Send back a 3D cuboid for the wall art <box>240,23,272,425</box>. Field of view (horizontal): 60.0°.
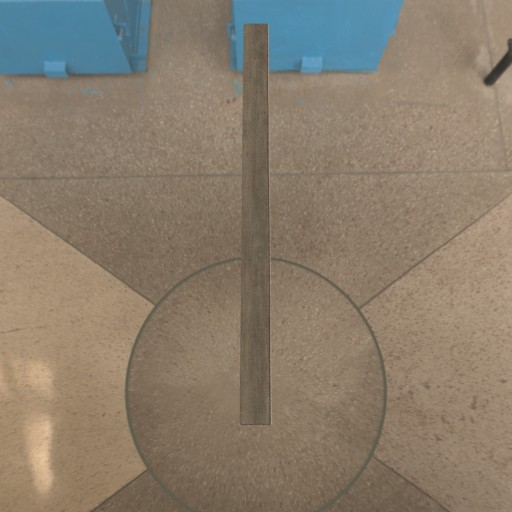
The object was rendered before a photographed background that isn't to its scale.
[{"bbox_3d":[0.000,0.000,1.139,0.050,0.751,0.749,0,74,0],"label":"wall art"}]
